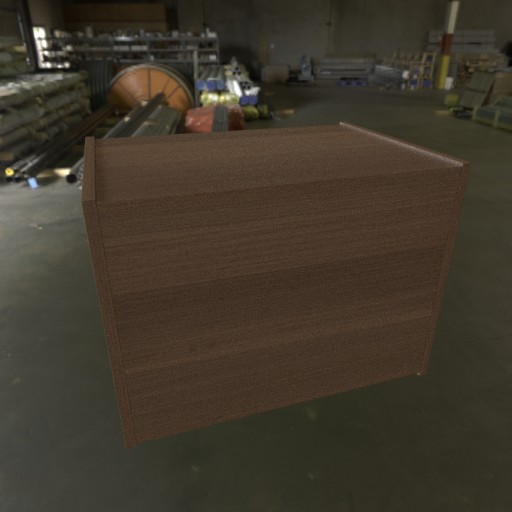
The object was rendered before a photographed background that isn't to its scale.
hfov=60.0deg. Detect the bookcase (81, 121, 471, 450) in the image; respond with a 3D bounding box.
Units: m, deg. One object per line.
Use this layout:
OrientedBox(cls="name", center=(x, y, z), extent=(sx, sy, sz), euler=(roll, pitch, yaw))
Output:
OrientedBox(cls="bookcase", center=(0.000, 0.000, 0.631), extent=(0.415, 0.305, 0.290), euler=(-8, 27, -16))
